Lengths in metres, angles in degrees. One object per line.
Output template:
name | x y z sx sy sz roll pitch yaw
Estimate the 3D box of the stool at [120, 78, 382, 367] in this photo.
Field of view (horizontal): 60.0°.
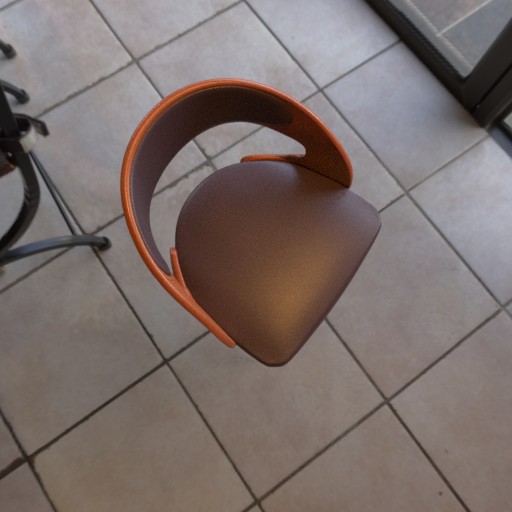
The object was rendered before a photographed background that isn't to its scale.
stool | 0.000 0.000 1.169 0.457 0.940 0.457 35 79 8
